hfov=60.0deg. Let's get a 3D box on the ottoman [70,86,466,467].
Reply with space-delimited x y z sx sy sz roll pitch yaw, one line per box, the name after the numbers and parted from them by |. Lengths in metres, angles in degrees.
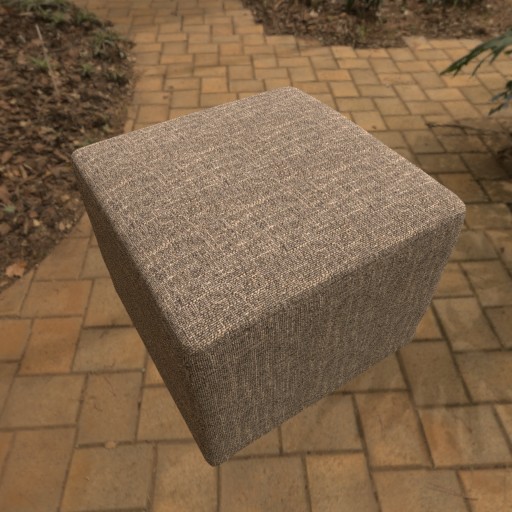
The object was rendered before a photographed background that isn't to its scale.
0.000 0.000 0.897 0.521 0.453 0.512 -25 51 -21 | ottoman
